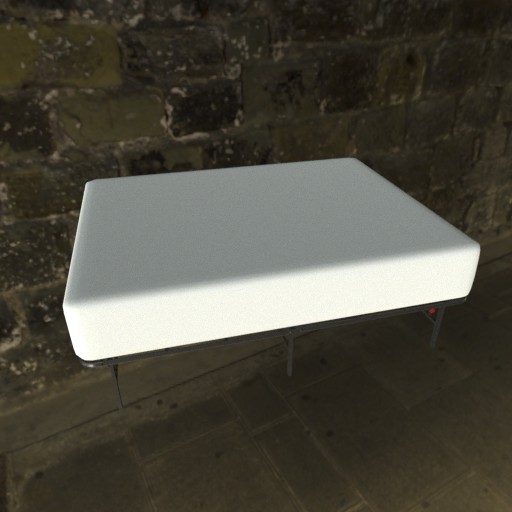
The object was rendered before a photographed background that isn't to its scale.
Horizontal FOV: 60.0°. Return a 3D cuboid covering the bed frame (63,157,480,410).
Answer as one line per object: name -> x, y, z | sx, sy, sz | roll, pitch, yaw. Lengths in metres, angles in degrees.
bed frame -> 0.000, 0.000, 2.815 | 2.037, 0.677, 1.528 | -8, 31, -13
